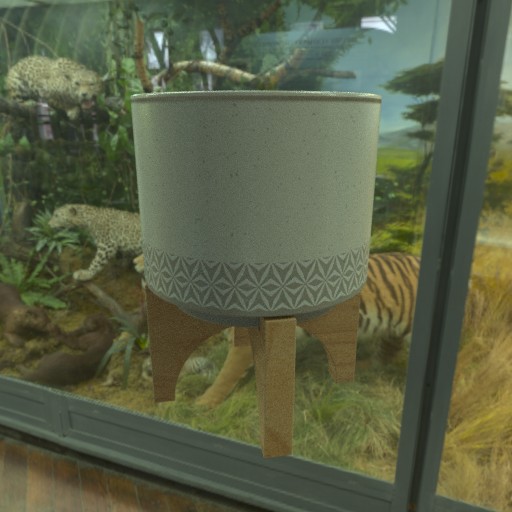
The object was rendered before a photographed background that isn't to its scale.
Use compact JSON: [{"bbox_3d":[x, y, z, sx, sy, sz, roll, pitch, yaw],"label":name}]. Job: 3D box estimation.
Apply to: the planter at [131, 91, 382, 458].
[{"bbox_3d":[0.000,0.000,0.263,0.130,0.178,0.130,0,18,0],"label":"planter"}]
